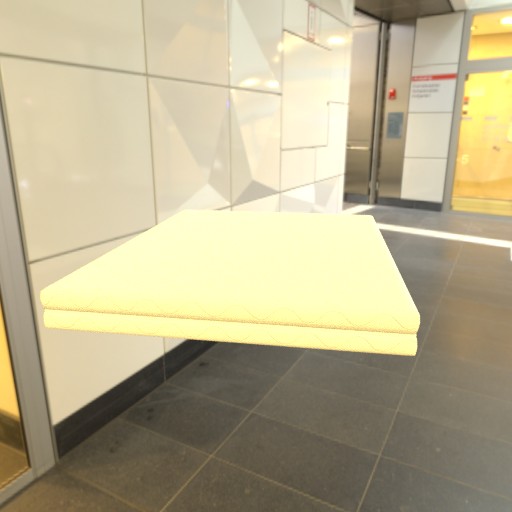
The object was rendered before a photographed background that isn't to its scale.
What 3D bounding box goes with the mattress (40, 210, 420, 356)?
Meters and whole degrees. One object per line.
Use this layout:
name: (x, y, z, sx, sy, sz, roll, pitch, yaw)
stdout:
mattress: (0.000, 0.000, 2.782, 1.600, 0.200, 2.000, 3, 16, 9)
